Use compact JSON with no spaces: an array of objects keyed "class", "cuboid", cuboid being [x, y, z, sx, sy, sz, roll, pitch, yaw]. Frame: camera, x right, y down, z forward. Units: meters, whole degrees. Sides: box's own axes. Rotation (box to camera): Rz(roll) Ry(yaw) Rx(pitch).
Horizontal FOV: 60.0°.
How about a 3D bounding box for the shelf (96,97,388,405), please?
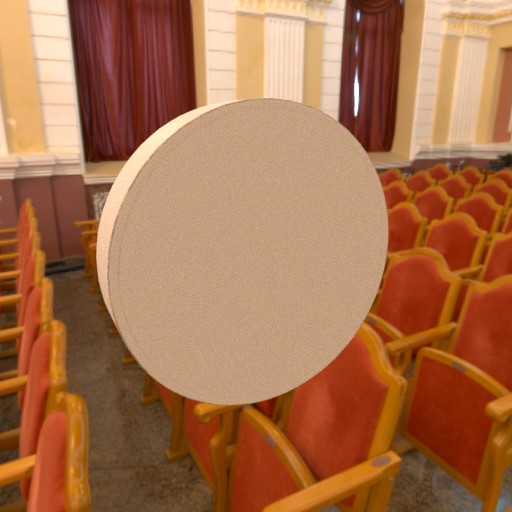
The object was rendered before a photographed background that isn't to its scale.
[{"class":"shelf","cuboid":[0.000,0.000,1.210,0.806,0.807,0.158,-8,18,-26]}]
